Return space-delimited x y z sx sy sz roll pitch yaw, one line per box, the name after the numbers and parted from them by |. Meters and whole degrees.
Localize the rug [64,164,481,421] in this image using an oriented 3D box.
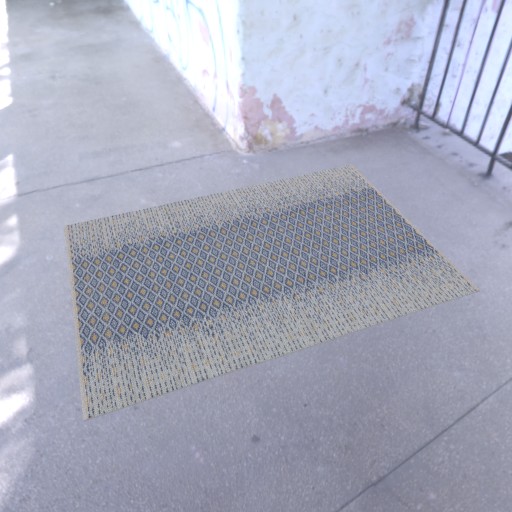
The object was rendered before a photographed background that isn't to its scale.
0.000 0.000 2.291 1.828 0.005 1.219 -15 45 -15 | rug
